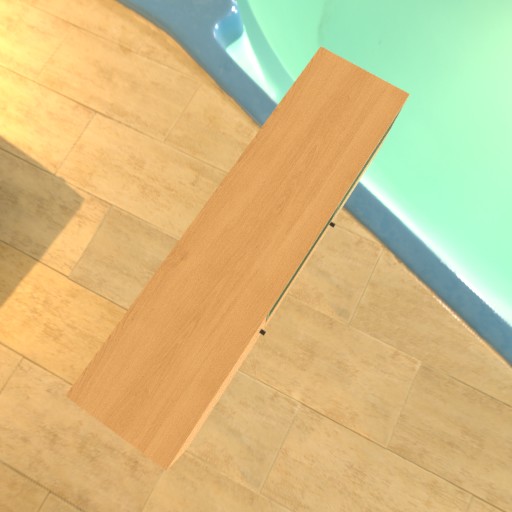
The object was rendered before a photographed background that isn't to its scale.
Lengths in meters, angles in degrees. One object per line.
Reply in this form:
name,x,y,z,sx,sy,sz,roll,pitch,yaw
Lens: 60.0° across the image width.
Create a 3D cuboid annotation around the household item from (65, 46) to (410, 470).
household item,0.000,0.000,1.770,0.400,0.600,1.550,32,77,8
